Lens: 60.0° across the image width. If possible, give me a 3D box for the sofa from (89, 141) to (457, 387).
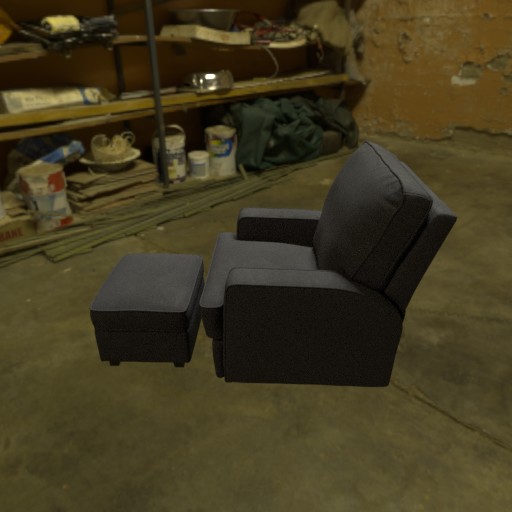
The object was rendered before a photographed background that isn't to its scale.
[{"bbox_3d":[0.000,0.000,2.094,1.472,0.959,0.861,1,27,2],"label":"sofa"}]
